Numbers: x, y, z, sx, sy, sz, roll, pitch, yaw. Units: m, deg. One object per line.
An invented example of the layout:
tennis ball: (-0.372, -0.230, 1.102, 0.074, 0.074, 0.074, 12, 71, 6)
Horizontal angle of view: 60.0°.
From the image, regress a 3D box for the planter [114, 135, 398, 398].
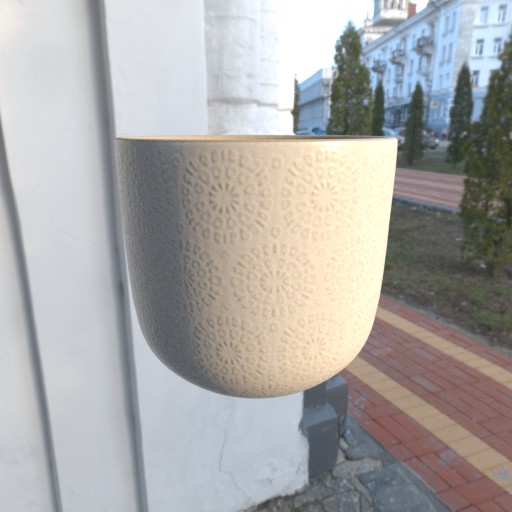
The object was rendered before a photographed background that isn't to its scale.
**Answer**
planter: (0.000, 0.000, 0.365, 0.208, 0.190, 0.208, 0, 16, 0)
